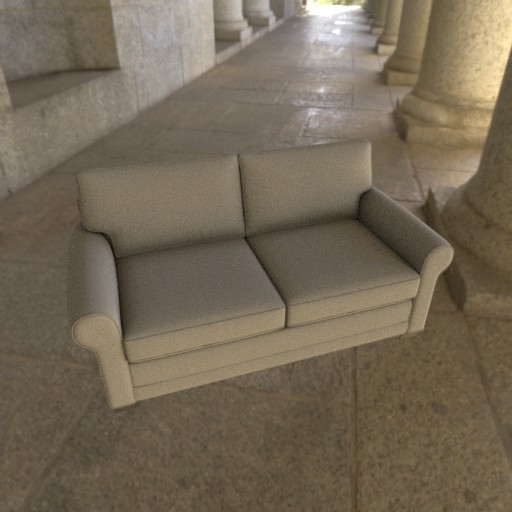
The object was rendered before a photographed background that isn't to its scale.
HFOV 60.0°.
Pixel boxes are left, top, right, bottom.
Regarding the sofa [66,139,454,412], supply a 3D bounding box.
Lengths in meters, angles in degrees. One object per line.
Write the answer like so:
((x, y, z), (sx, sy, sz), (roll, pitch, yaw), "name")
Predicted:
((0.000, 0.000, 2.430), (1.930, 0.952, 0.940), (-10, 34, -16), "sofa")
